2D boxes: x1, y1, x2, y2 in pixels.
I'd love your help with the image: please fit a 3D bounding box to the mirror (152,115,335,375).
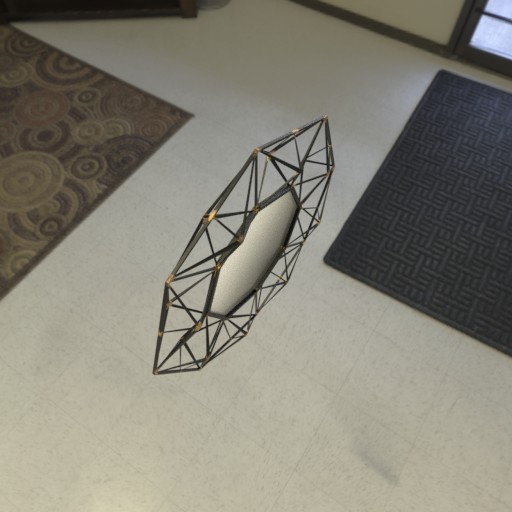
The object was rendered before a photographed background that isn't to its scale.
[{"bbox_3d":[0.000,0.000,1.062,0.094,0.710,0.710,33,65,18],"label":"mirror"}]
